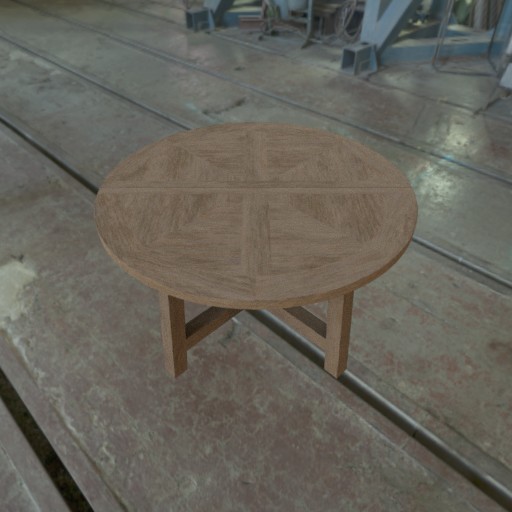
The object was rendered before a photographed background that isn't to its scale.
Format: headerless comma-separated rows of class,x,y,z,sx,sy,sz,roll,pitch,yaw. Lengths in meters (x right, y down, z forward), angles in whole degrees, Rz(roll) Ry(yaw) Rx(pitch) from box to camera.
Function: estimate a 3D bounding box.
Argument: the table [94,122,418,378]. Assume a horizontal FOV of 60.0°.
table,0.000,0.000,2.119,1.319,0.762,1.319,0,40,0
